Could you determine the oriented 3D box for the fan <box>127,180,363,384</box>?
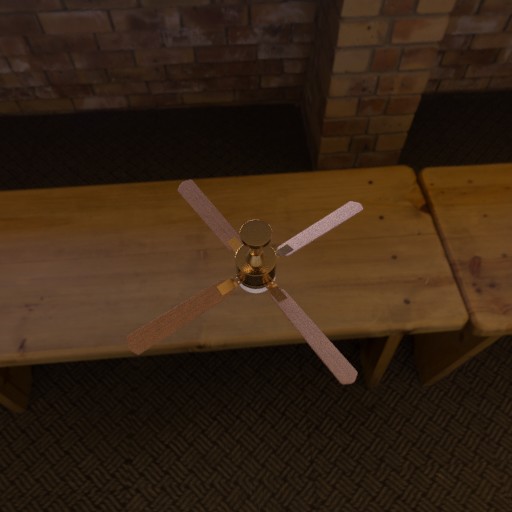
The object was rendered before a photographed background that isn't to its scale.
[{"bbox_3d":[0.000,0.000,1.973,1.320,0.355,1.320,-32,62,-19],"label":"fan"}]
